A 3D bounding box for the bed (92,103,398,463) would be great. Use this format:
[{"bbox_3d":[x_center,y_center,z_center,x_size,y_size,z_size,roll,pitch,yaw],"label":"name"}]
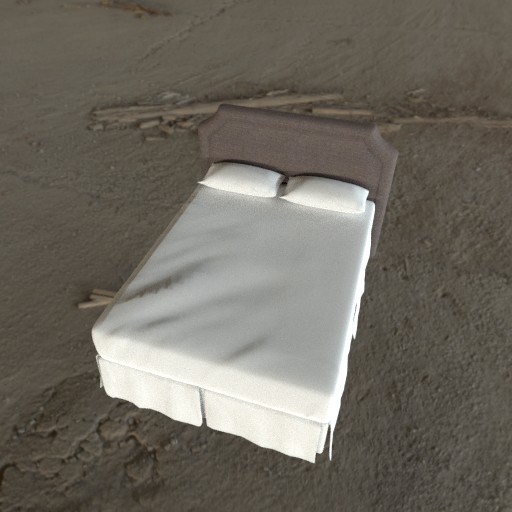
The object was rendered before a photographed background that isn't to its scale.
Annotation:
[{"bbox_3d":[0.000,0.000,3.218,1.693,1.290,2.116,12,43,13],"label":"bed"}]
